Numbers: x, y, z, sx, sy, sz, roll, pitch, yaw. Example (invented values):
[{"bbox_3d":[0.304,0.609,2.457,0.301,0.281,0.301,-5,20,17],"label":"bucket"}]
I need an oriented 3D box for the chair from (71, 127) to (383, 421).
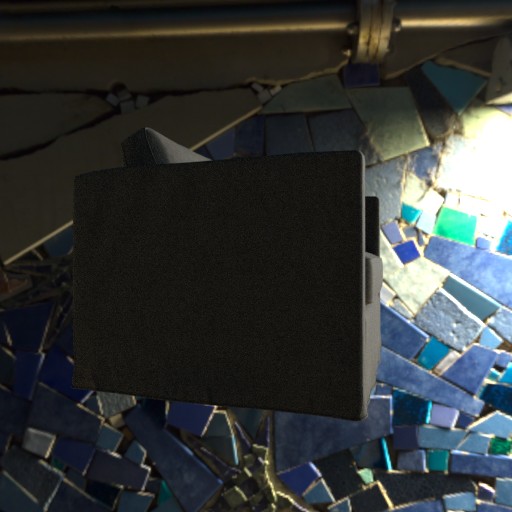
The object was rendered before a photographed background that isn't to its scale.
[{"bbox_3d":[0.000,0.000,1.770,0.949,0.863,1.057,0,0,18],"label":"chair"}]
